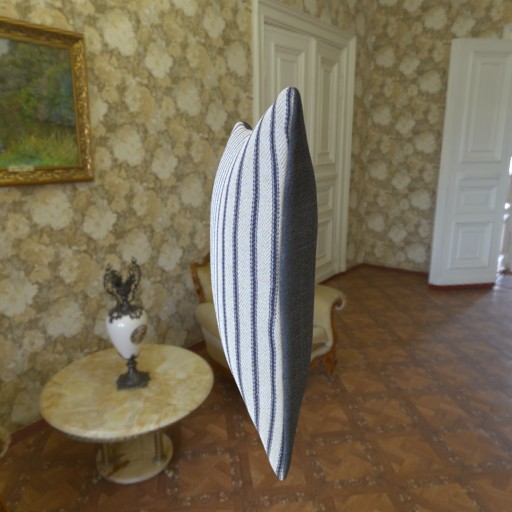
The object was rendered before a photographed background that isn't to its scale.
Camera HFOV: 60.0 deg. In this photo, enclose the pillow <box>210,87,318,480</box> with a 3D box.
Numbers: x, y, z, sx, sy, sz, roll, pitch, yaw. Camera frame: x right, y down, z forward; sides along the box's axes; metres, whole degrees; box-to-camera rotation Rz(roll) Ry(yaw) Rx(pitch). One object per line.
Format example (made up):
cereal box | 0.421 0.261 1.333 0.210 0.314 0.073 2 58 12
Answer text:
pillow | 0.000 0.000 0.702 0.138 0.444 0.468 -2 13 -8
